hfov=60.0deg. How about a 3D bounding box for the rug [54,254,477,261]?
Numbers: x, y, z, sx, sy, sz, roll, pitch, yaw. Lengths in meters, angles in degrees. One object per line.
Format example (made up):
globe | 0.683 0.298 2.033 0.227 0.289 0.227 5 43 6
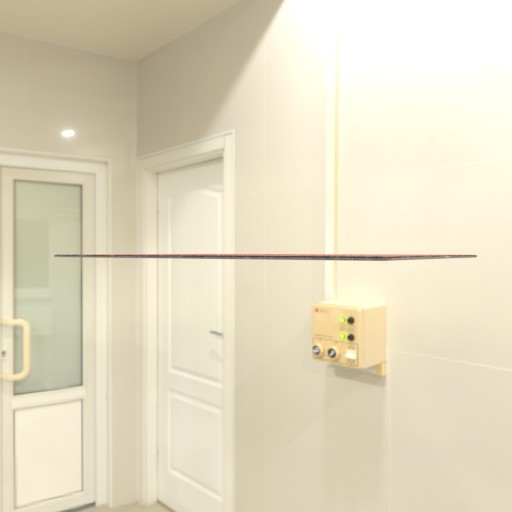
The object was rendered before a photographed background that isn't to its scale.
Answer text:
rug | 0.000 0.000 3.012 2.449 0.018 1.539 0 1 37
